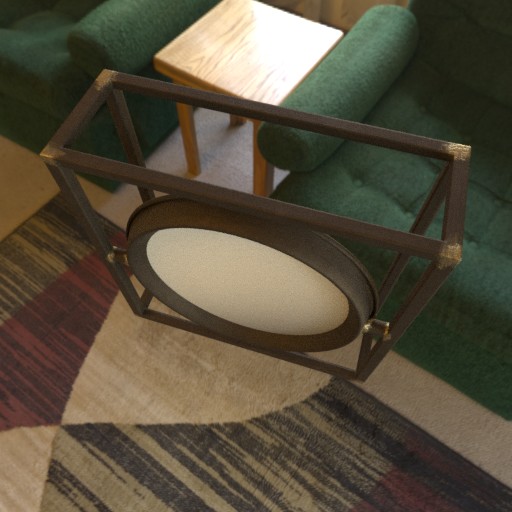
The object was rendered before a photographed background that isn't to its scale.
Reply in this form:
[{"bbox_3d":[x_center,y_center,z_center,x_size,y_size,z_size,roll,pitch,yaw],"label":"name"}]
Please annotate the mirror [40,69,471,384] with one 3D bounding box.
[{"bbox_3d":[0.000,0.000,0.461,0.306,0.303,0.107,15,60,9],"label":"mirror"}]
